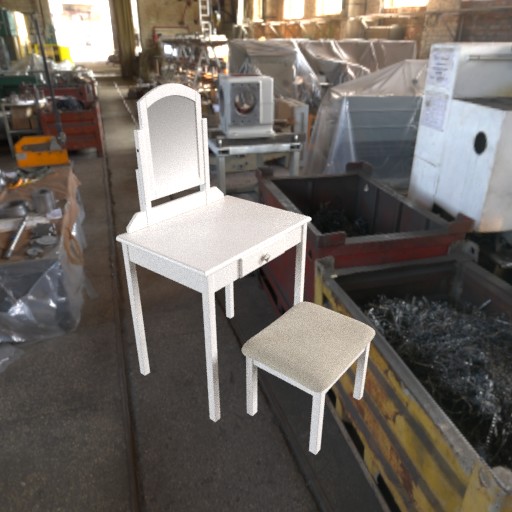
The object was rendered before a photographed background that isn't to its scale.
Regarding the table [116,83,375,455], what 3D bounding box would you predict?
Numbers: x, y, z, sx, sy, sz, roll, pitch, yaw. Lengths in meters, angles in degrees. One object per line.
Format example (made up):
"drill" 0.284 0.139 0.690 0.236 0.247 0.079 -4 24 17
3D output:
"table" 0.000 0.000 2.325 1.211 1.631 0.876 19 32 34
